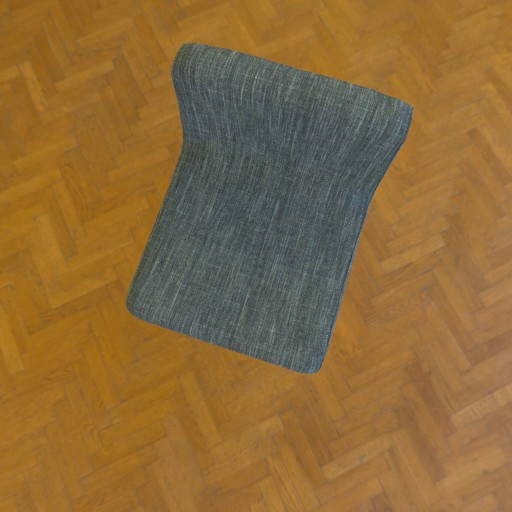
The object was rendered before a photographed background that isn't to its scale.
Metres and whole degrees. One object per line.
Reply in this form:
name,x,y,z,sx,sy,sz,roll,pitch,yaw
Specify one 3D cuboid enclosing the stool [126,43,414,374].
stool,0.000,0.000,1.055,0.395,0.835,0.459,17,76,4
